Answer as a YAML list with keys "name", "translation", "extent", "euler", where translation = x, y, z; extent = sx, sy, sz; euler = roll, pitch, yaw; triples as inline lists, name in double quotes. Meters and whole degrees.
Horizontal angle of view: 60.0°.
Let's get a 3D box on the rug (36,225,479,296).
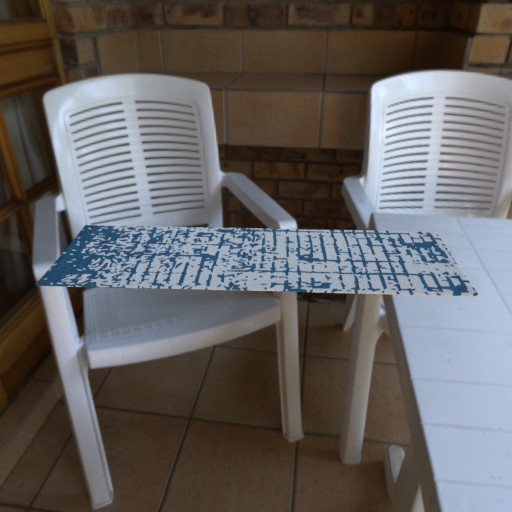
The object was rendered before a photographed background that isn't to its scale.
- name: "rug"
  translation: [0.000, 0.000, 2.751]
  extent: [2.435, 0.011, 0.750]
  euler: [1, 30, 2]
